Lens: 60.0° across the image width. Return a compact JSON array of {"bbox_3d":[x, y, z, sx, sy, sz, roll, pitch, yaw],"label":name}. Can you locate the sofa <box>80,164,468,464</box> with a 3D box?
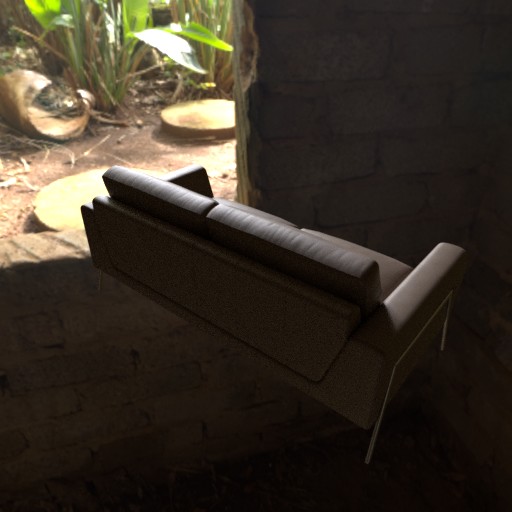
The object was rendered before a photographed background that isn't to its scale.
[{"bbox_3d":[0.000,0.000,2.532,2.017,0.875,0.953,23,38,33],"label":"sofa"}]
